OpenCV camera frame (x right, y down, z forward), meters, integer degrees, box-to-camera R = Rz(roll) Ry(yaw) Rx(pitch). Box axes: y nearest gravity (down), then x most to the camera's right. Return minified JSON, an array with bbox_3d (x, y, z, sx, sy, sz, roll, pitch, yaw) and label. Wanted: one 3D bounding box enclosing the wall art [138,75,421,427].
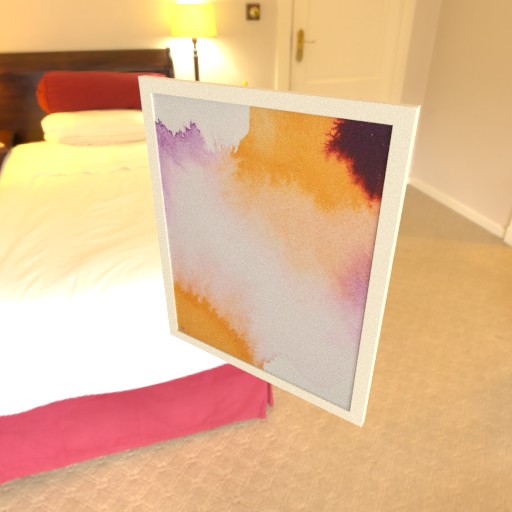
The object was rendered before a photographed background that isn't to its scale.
[{"bbox_3d":[0.000,0.000,0.638,0.382,0.456,0.013,18,34,29],"label":"wall art"}]
